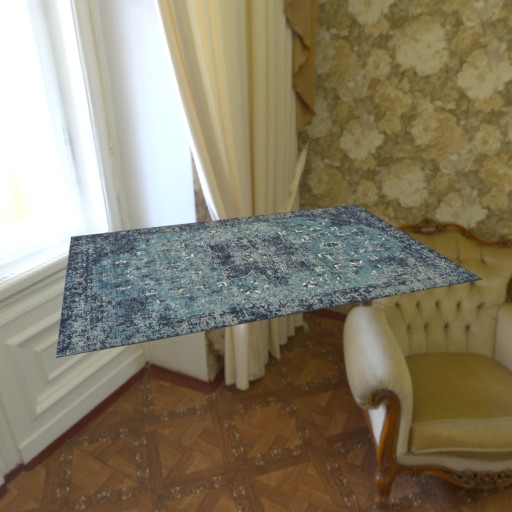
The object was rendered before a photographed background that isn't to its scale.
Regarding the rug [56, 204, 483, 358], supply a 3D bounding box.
[{"bbox_3d":[0.000,0.000,3.034,2.440,0.007,1.525,-8,26,-16],"label":"rug"}]
